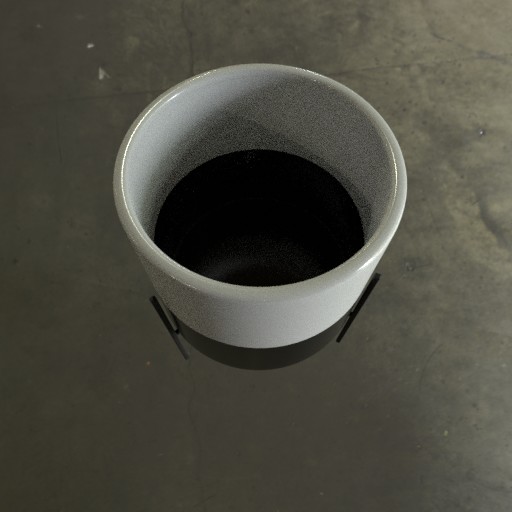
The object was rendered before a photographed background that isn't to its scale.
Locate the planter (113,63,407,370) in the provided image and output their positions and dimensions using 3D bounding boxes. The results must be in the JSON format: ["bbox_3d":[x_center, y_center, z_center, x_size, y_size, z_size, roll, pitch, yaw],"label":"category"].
[{"bbox_3d":[0.000,0.000,0.646,0.310,0.432,0.310,-19,65,-9],"label":"planter"}]
